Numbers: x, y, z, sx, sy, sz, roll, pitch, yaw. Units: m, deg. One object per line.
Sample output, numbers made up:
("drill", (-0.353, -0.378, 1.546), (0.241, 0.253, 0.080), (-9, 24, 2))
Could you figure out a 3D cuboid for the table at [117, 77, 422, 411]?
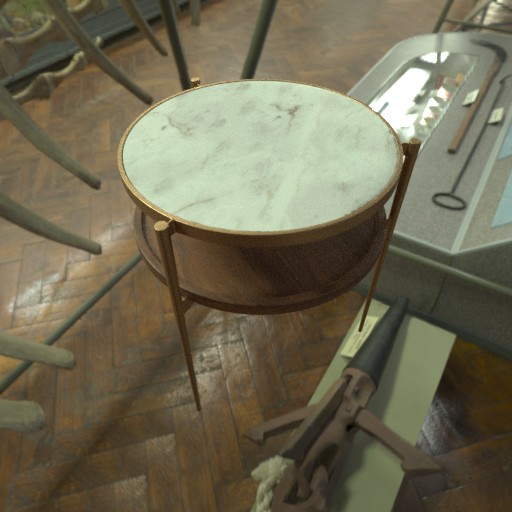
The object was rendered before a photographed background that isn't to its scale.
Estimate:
("table", (0.000, 0.000, 0.836), (0.430, 0.493, 0.456), (24, 50, 21))
